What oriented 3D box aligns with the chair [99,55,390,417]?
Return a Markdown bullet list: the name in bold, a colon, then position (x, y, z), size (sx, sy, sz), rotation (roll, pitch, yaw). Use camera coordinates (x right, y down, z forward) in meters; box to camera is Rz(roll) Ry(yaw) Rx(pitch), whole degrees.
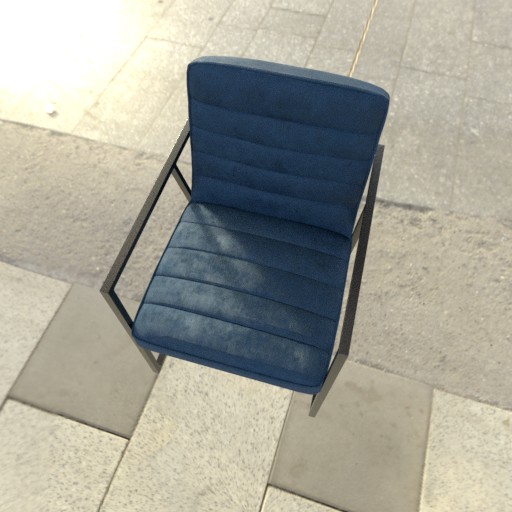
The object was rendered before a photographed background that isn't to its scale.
- **chair**: position (0.000, 0.000, 1.292), size (0.571, 0.833, 0.677), rotation (13, 60, 8)
